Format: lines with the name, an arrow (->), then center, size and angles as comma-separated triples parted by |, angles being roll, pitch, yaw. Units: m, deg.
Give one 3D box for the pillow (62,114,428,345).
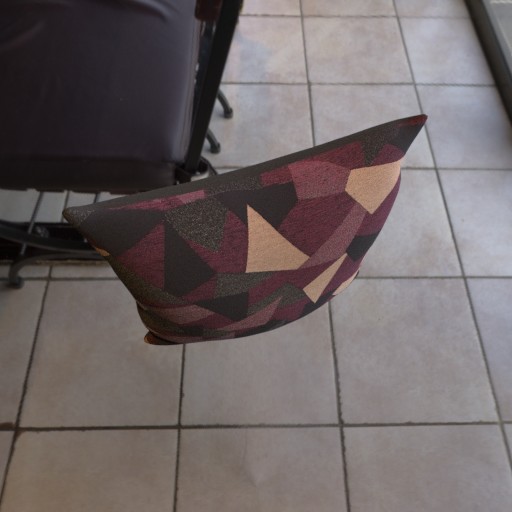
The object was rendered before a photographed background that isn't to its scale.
pillow -> 0.000, 0.000, 0.769 | 0.503, 0.496, 0.208 | -17, 64, -9
